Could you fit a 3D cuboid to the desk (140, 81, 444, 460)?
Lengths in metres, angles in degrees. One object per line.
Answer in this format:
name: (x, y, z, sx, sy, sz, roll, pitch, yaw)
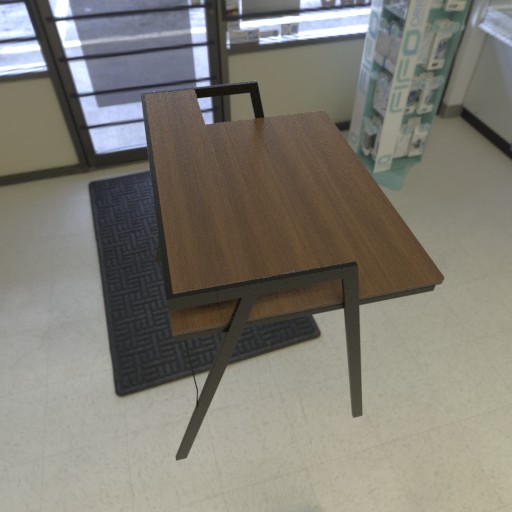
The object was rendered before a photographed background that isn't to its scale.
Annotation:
desk: (0.000, 0.000, 1.892, 0.936, 0.998, 1.143, -10, 46, -9)
